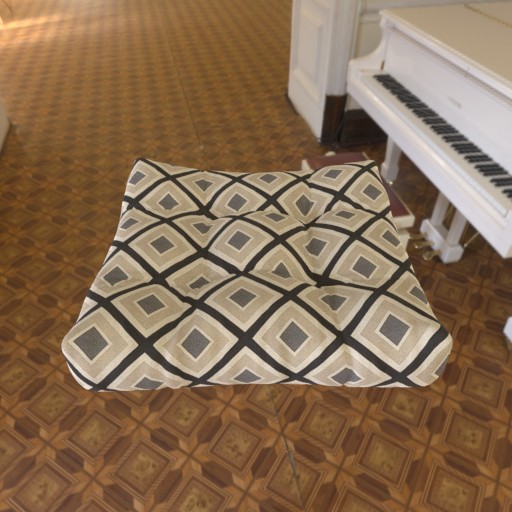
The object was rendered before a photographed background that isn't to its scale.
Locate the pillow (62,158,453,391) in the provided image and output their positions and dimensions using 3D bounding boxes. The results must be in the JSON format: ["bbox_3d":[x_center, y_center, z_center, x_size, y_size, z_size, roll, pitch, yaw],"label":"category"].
[{"bbox_3d":[0.000,0.000,0.730,0.490,0.128,0.468,0,42,0],"label":"pillow"}]
